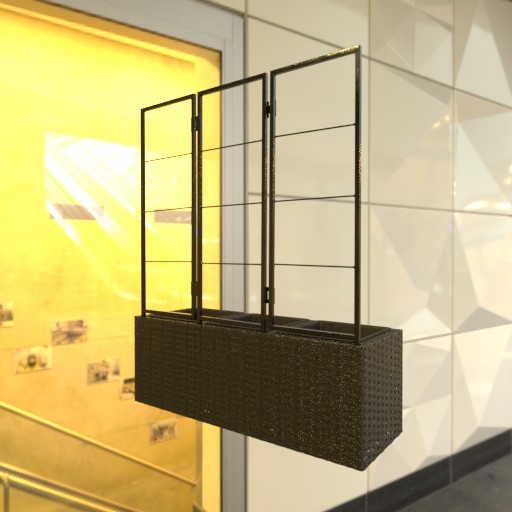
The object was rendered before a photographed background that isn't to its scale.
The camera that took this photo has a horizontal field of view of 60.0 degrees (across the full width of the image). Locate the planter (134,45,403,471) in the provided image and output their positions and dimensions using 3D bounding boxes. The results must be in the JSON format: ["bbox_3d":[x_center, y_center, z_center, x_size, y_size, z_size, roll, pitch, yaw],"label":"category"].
[{"bbox_3d":[0.000,0.000,1.165,0.698,0.841,0.244,0,1,36],"label":"planter"}]
